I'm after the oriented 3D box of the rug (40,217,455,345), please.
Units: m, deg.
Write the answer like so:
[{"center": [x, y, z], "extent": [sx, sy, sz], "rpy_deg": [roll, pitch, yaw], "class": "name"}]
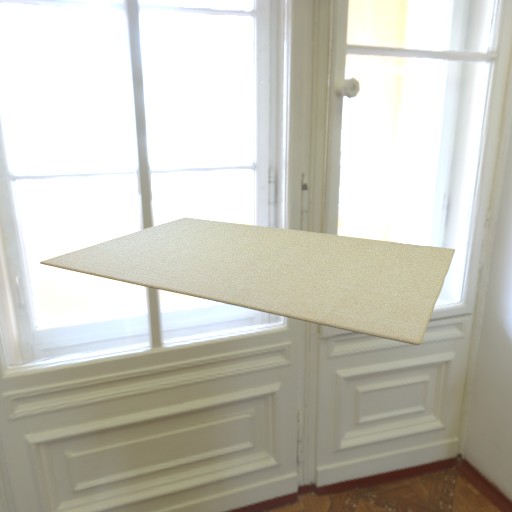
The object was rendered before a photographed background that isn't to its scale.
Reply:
[{"center": [0.000, 0.000, 2.347], "extent": [1.848, 0.014, 1.238], "rpy_deg": [9, 19, 26], "class": "rug"}]
